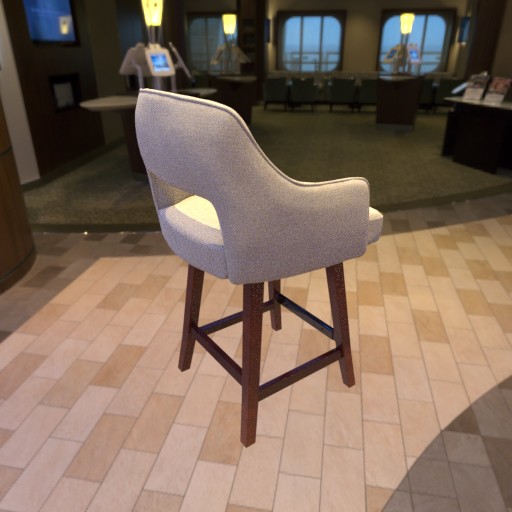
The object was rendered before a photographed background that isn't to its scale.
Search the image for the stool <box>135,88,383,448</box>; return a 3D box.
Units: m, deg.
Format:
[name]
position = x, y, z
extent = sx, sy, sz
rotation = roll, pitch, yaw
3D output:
[stool]
position = 0.000, 0.000, 1.296
extent = 0.560, 0.936, 0.550
rotation = -17, 30, -32
